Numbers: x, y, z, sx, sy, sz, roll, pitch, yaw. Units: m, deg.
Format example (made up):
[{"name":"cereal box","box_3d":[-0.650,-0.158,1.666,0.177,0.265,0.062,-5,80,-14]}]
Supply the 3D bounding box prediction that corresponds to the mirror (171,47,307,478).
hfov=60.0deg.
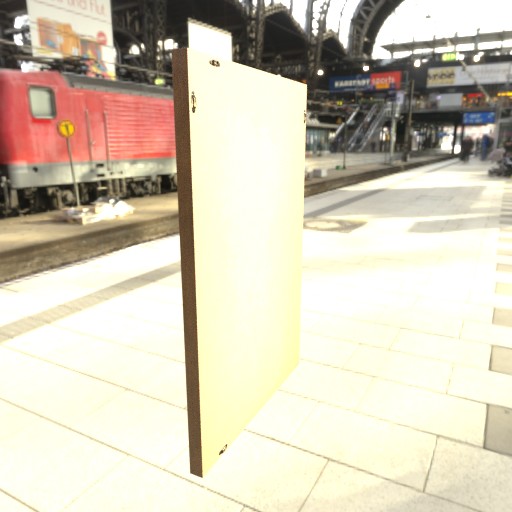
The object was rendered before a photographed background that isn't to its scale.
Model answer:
[{"name":"mirror","box_3d":[0.000,0.000,1.177,0.040,0.915,0.609,7,16,26]}]
